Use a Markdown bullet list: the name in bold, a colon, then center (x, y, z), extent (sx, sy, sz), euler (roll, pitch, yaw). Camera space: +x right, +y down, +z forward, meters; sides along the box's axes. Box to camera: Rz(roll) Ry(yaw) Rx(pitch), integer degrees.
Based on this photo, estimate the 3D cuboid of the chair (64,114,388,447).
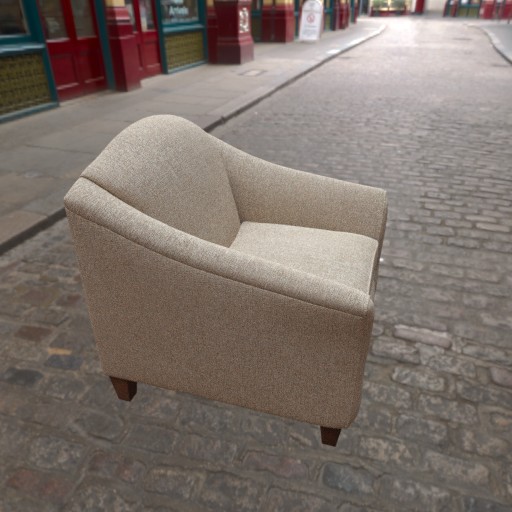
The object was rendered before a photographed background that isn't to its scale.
- **chair**: center (0.000, 0.000, 1.449), extent (0.787, 0.839, 0.763), euler (9, 30, 15)
